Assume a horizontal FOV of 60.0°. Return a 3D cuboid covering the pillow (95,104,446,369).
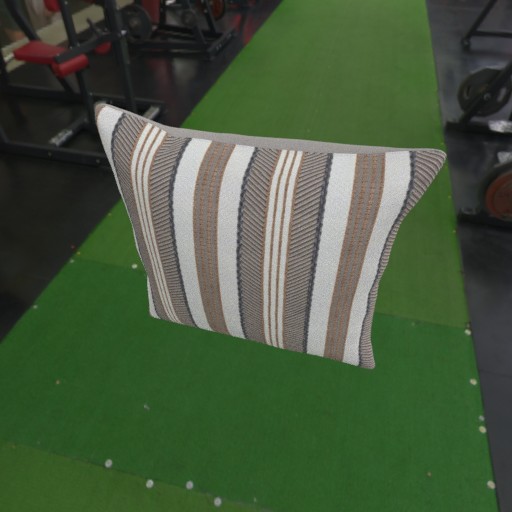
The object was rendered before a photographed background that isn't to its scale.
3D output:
[{"bbox_3d":[0.000,0.000,0.638,0.416,0.401,0.173,11,44,12],"label":"pillow"}]
